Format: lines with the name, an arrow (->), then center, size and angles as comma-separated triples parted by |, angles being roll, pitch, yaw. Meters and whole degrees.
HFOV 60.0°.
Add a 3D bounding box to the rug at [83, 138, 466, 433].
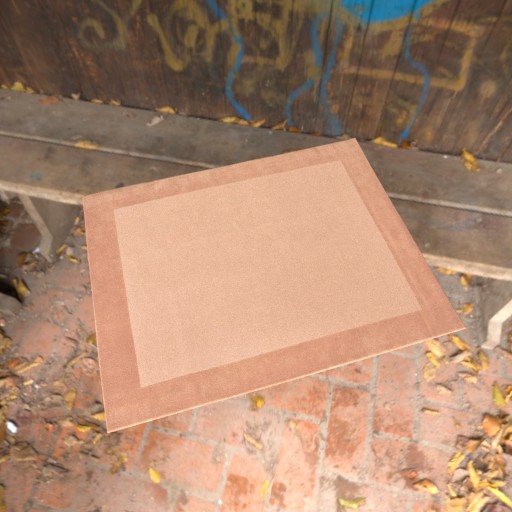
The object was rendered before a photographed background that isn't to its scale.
rug -> 0.000, 0.000, 4.200 | 3.057, 0.021, 2.431 | -14, 59, -9
